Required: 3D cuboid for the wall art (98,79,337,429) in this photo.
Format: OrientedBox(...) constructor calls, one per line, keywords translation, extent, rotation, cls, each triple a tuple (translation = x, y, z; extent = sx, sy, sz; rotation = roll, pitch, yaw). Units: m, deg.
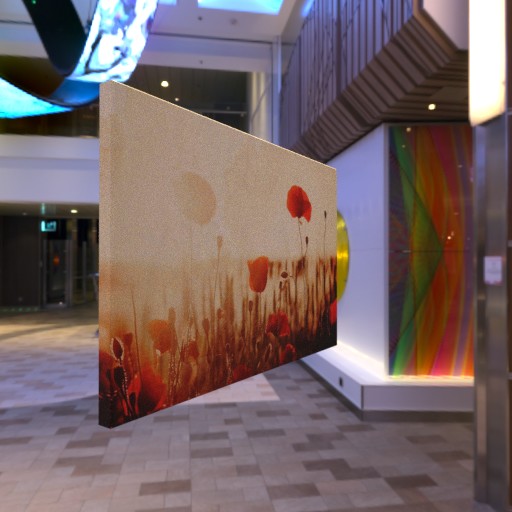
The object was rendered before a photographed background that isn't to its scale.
OrientedBox(translation=(0.000, 0.000, 1.146), extent=(0.038, 0.602, 0.918), rotation=(0, -1, 35), cls="wall art")
